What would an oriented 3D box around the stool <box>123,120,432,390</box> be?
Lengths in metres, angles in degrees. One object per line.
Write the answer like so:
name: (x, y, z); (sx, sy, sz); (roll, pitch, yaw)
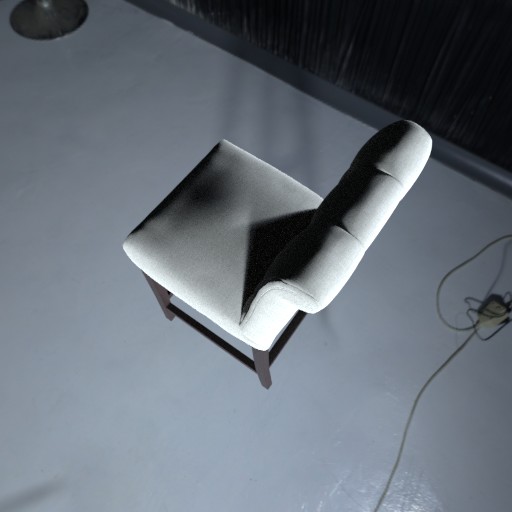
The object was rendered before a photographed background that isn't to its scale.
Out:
stool: (0.000, 0.000, 1.342); (0.601, 1.040, 0.493); (33, 68, 15)
